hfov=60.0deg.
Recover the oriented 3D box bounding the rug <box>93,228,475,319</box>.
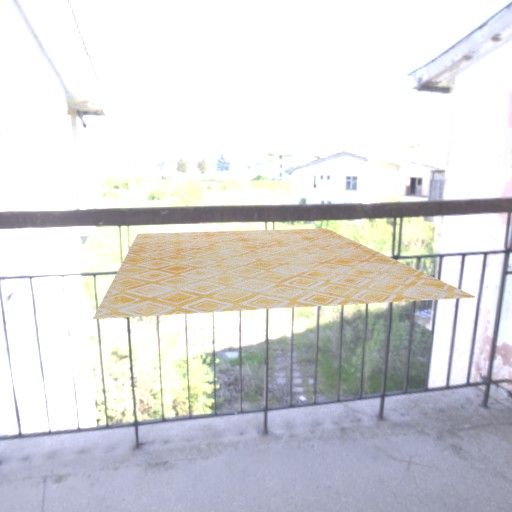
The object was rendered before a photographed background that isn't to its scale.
[{"bbox_3d":[0.000,0.000,4.201,2.433,0.011,3.037,-2,12,-10],"label":"rug"}]
